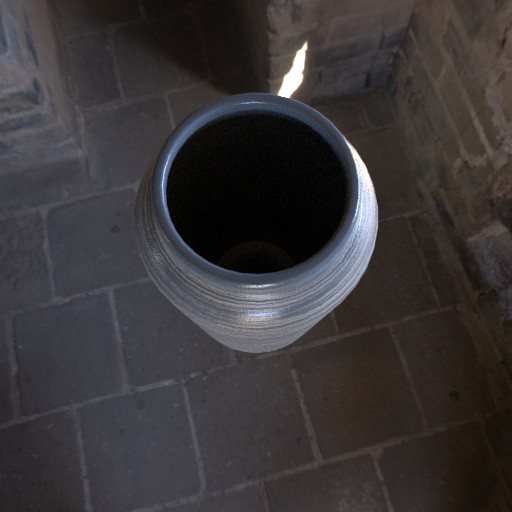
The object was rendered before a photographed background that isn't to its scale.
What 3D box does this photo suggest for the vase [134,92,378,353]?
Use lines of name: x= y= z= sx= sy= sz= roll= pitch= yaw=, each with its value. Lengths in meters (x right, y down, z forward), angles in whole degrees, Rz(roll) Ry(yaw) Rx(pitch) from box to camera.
vase: x=0.000 y=0.000 z=0.291 sx=0.116 sy=0.230 sz=0.116 roll=0 pitch=75 yaw=0
